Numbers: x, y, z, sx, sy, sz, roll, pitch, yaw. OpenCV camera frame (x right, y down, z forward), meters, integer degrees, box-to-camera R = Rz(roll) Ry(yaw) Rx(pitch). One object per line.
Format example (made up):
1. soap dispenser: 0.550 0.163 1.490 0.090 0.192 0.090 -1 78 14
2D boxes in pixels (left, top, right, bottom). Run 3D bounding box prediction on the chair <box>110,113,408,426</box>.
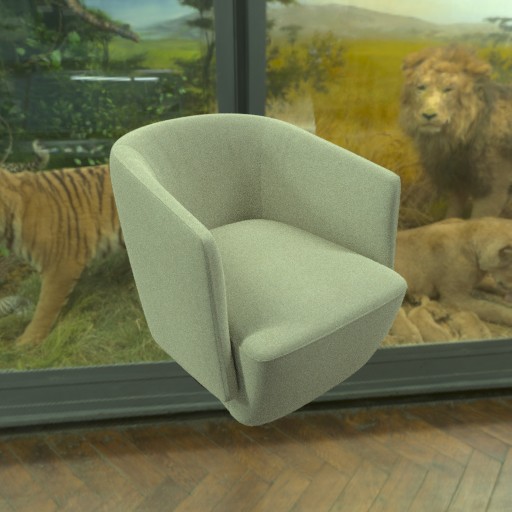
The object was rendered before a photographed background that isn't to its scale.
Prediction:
1. chair: 0.000 0.000 1.667 0.822 0.861 0.986 -20 36 -31
